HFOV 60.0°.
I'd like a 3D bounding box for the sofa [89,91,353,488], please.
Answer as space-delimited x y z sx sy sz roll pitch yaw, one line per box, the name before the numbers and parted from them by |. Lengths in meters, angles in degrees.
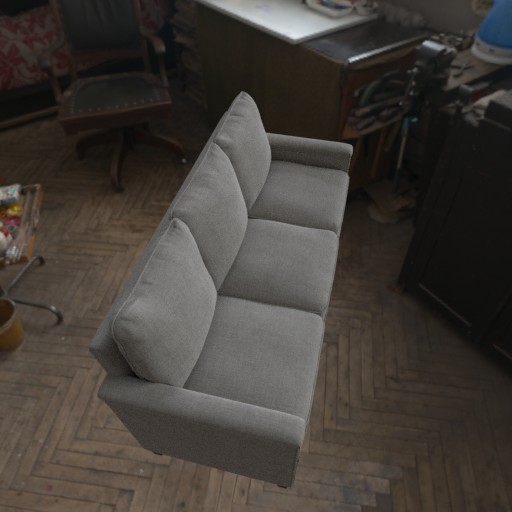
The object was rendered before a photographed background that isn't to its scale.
sofa | 0.000 0.000 2.320 0.828 0.959 1.925 10 47 9
